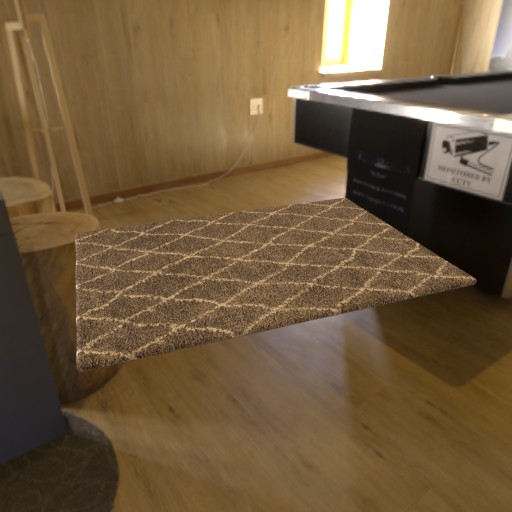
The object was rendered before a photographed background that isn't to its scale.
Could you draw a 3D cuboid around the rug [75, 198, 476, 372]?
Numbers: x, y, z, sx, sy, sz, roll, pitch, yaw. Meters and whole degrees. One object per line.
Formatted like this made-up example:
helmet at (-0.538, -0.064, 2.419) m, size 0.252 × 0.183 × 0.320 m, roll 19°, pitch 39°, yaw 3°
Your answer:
rug at (0.000, 0.000, 2.325) m, size 1.778 × 0.030 × 1.219 m, roll -9°, pitch 29°, yaw -18°
